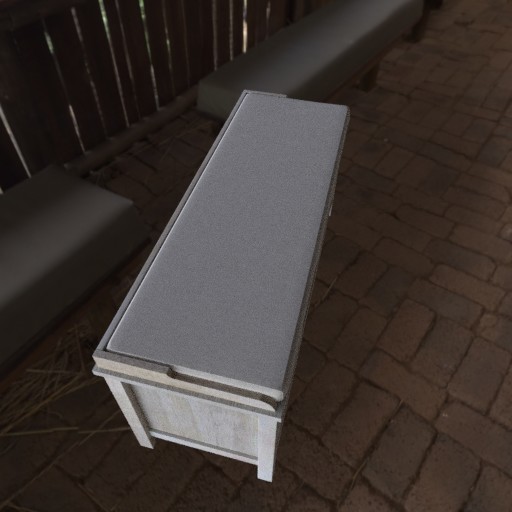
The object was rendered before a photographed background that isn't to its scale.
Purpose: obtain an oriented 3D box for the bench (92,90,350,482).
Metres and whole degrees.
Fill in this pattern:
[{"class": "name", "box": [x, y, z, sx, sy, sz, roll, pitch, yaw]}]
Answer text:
[{"class": "bench", "box": [0.000, 0.000, 1.396, 0.398, 0.501, 1.140, 11, 49, 10]}]
